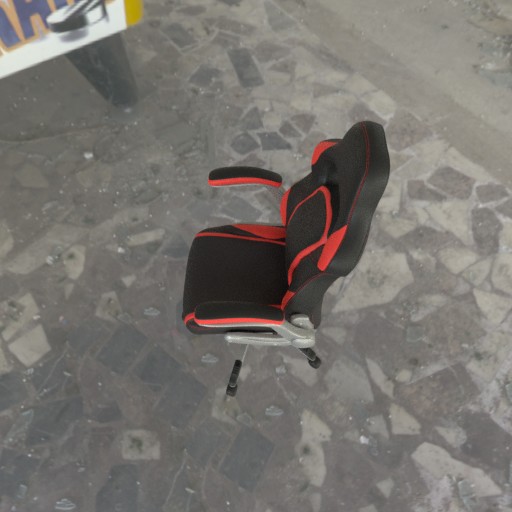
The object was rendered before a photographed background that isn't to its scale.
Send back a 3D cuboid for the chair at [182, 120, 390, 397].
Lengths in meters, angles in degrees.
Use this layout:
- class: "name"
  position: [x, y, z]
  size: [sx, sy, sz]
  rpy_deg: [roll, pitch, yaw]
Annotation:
- class: "chair"
  position: [0.000, 0.000, 1.660]
  size: [0.712, 1.165, 0.758]
  rpy_deg: [1, 58, 1]
